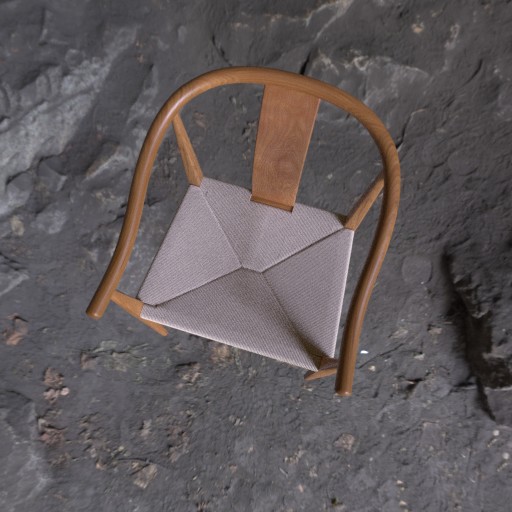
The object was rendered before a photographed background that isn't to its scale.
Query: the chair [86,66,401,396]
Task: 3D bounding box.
[{"bbox_3d":[0.000,0.000,1.204,0.556,0.800,0.579,16,75,4],"label":"chair"}]
